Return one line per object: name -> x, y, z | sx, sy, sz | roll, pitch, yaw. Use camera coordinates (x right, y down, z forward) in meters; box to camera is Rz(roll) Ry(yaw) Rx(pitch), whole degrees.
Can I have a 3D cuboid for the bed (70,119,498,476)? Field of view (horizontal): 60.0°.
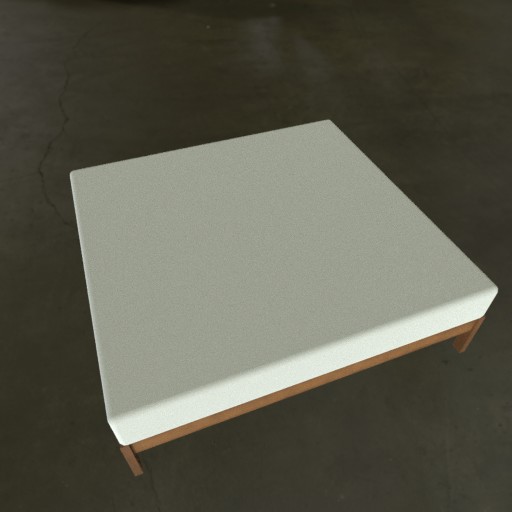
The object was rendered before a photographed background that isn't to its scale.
bed -> 0.000, 0.000, 2.915 | 2.049, 0.616, 1.930 | -15, 48, -15
